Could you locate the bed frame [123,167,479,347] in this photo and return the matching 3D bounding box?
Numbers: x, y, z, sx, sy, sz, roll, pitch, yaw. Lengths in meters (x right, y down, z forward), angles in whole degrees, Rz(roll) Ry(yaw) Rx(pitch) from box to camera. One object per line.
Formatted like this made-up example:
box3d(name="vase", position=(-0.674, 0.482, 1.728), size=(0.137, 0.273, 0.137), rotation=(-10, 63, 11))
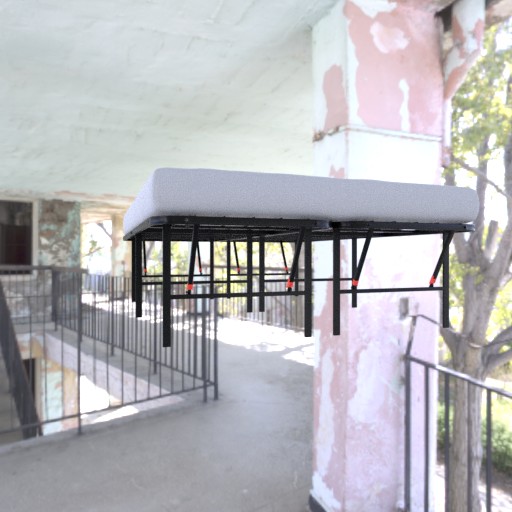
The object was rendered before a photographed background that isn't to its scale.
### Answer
box3d(name="bed frame", position=(0.000, 0.000, 2.522), size=(1.372, 0.637, 1.905), rotation=(0, 0, -19))
